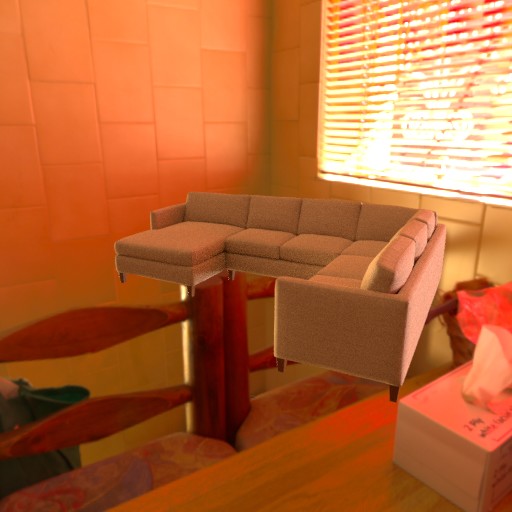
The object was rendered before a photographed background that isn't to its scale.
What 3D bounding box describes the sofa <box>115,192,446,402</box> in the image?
[{"bbox_3d":[0.000,0.000,4.631,3.460,0.961,2.594,8,18,26],"label":"sofa"}]
